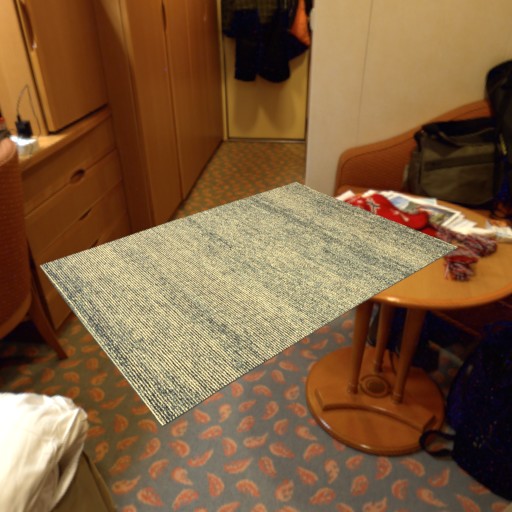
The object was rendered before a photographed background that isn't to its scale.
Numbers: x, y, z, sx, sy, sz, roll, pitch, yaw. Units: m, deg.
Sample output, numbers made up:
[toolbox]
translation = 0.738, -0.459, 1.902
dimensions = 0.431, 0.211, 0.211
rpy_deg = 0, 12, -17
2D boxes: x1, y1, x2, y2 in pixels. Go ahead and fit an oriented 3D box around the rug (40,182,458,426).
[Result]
[rug]
translation = 0.000, 0.000, 3.002
dimensions = 2.349, 0.030, 1.624
rpy_deg = -23, 38, -33
